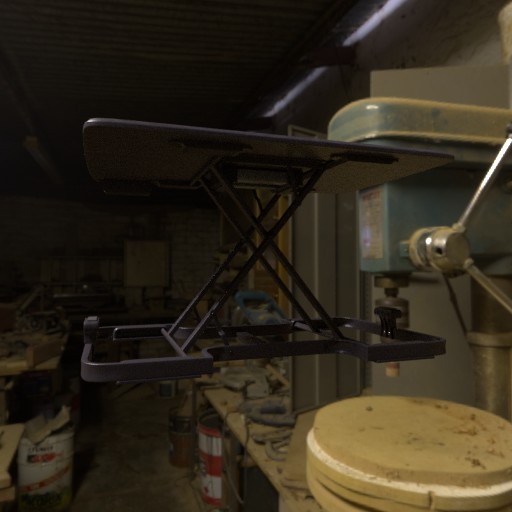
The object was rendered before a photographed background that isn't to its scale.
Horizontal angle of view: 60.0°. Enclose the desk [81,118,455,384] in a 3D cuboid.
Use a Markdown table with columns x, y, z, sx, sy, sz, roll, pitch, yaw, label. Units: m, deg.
| x | y | z | sx | sy | sz | roll | pitch | yaw | label |
| --- | --- | --- | --- | --- | --- | --- | --- | --- | --- |
| 0.000 | 0.000 | 1.137 | 0.820 | 0.470 | 0.546 | 0 | -1 | -19 | desk |
